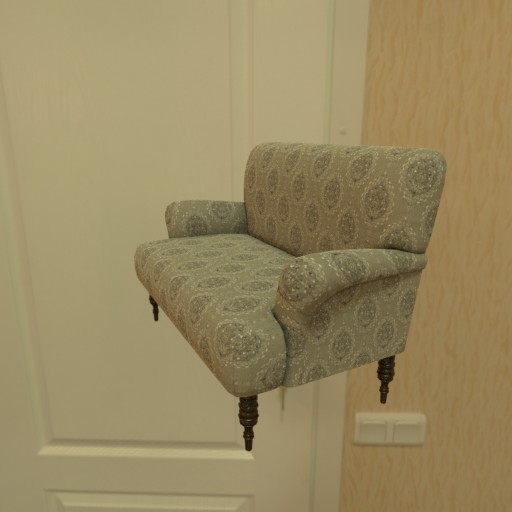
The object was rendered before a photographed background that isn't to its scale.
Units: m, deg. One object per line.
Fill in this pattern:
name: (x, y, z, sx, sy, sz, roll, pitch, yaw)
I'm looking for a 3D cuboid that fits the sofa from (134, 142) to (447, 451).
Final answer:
sofa: (0.000, 0.000, 1.833, 0.779, 0.889, 1.297, -8, 18, -26)
